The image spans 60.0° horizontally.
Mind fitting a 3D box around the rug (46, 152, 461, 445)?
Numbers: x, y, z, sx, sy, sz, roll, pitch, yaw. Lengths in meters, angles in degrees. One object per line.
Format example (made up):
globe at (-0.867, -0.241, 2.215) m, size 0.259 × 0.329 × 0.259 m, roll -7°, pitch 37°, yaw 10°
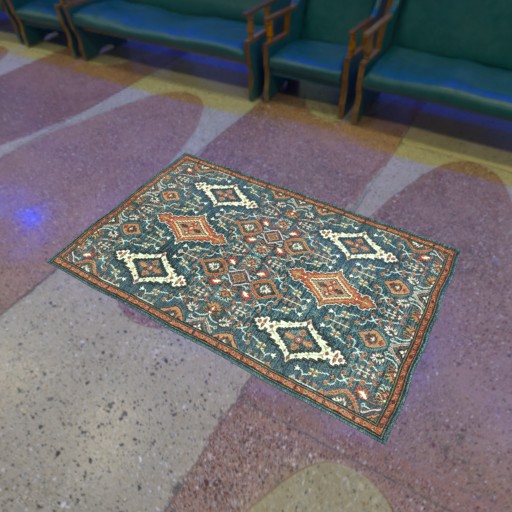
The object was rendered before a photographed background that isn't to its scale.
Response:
rug at (0.000, 0.000, 4.243) m, size 3.371 × 0.008 × 2.190 m, roll 23°, pitch 50°, yaw 21°
